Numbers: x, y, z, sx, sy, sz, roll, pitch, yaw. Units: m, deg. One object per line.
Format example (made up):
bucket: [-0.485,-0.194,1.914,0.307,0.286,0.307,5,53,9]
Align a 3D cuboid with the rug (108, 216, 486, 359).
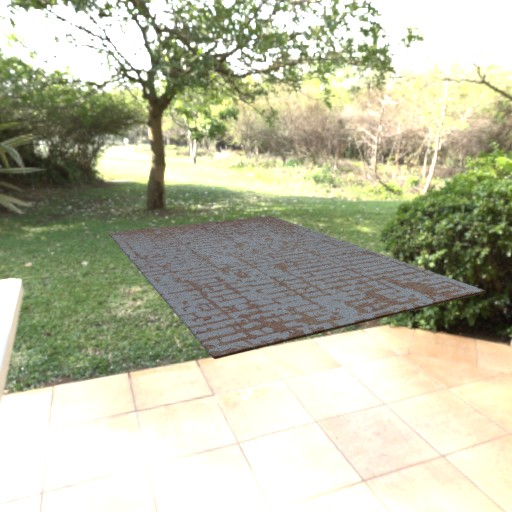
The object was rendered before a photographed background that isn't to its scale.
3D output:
rug: [0.000,0.000,2.360,1.219,0.011,1.829,-8,18,-26]
